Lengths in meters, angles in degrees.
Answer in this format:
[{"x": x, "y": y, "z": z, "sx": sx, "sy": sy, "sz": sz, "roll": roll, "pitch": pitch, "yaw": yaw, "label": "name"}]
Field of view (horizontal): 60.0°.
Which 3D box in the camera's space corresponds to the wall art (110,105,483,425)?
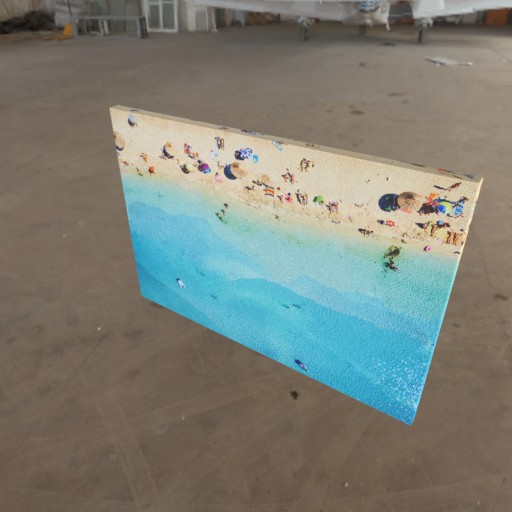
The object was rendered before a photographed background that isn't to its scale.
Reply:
[{"x": 0.000, "y": 0.000, "z": 1.396, "sx": 1.136, "sy": 0.769, "sz": 0.040, "roll": 20, "pitch": 37, "yaw": 29, "label": "wall art"}]
